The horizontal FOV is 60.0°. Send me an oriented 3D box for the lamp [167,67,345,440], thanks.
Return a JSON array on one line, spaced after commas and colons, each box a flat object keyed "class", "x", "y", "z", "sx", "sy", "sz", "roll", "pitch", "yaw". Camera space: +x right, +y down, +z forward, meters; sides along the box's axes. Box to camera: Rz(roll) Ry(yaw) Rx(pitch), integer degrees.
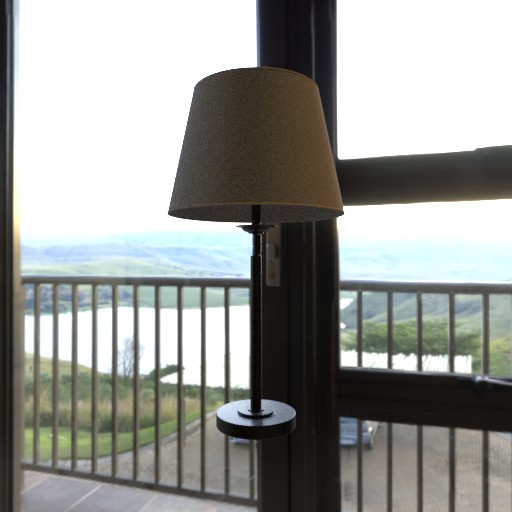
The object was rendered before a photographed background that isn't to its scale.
[{"class": "lamp", "x": 0.000, "y": 0.000, "z": 0.920, "sx": 0.363, "sy": 0.696, "sz": 0.363, "roll": 0, "pitch": -1, "yaw": 0}]
